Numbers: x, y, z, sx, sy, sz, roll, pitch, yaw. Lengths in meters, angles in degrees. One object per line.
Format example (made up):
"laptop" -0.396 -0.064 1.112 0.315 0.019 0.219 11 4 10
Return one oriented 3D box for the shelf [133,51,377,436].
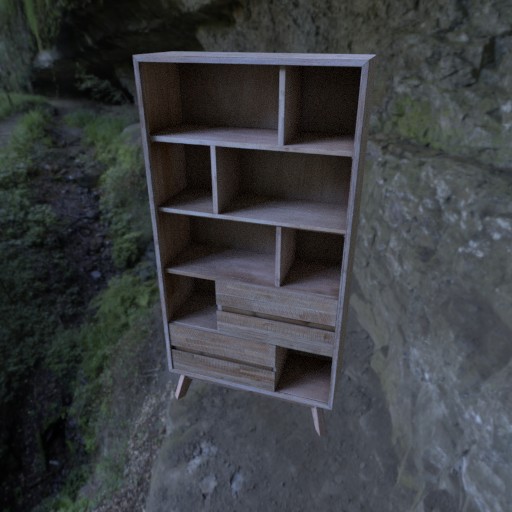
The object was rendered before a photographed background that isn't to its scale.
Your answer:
"shelf" 0.000 0.000 1.777 0.748 1.471 0.308 8 28 16
